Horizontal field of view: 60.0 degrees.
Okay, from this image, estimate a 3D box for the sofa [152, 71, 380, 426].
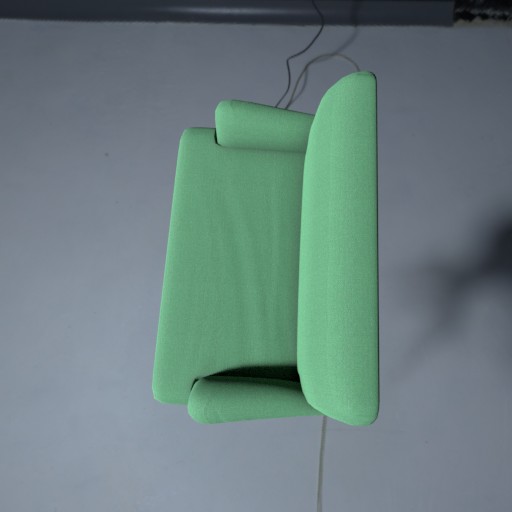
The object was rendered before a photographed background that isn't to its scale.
[{"bbox_3d":[0.000,0.000,1.823,0.779,0.889,1.297,3,76,1],"label":"sofa"}]
